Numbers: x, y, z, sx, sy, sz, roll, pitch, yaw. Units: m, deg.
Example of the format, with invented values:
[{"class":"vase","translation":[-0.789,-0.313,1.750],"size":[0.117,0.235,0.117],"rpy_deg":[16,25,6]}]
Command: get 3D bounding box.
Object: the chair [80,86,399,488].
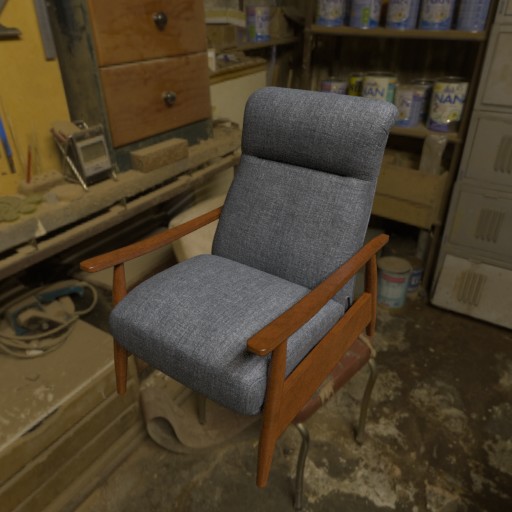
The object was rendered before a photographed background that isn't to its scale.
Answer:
[{"class":"chair","translation":[0.000,0.000,1.724],"size":[0.762,1.082,1.030],"rpy_deg":[19,35,30]}]
